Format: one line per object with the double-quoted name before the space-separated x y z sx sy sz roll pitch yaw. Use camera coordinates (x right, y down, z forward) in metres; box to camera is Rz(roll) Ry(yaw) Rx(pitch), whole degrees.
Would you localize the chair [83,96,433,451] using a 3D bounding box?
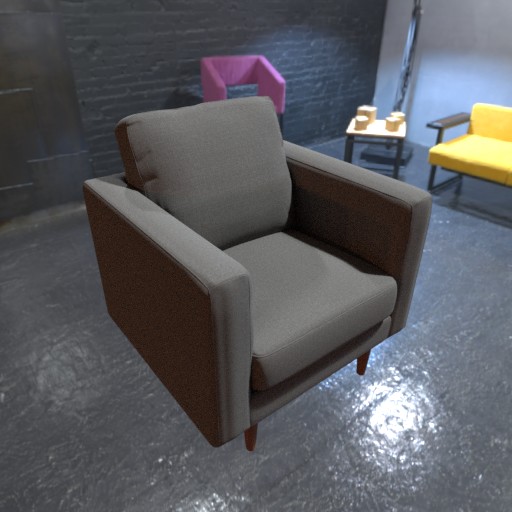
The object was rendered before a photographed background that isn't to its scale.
"chair" 0.000 0.000 1.518 0.854 0.927 0.800 -22 37 -32
